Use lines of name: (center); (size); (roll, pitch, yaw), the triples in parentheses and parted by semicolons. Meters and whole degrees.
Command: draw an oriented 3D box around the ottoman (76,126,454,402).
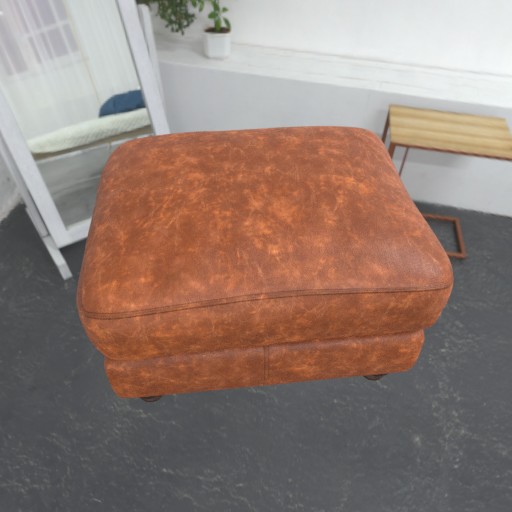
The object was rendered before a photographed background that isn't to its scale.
ottoman: (0.000, 0.000, 1.247); (0.832, 0.562, 0.657); (-4, 47, -4)
